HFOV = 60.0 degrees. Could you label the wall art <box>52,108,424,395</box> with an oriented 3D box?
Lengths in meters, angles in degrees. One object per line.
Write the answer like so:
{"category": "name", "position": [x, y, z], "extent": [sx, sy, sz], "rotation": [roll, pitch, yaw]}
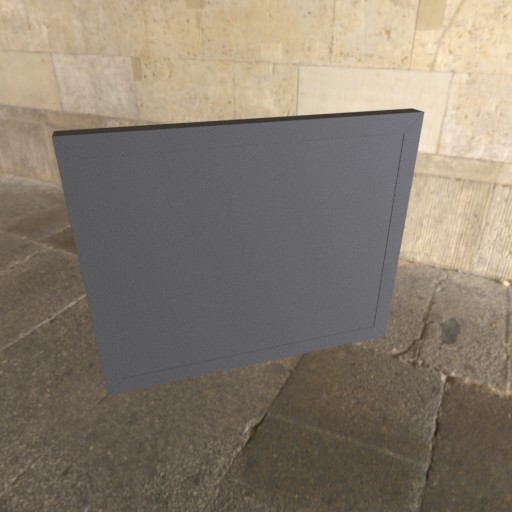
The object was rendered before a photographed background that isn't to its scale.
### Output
{"category": "wall art", "position": [0.000, 0.000, 0.552], "extent": [0.404, 0.329, 0.024], "rotation": [-8, 30, -15]}
